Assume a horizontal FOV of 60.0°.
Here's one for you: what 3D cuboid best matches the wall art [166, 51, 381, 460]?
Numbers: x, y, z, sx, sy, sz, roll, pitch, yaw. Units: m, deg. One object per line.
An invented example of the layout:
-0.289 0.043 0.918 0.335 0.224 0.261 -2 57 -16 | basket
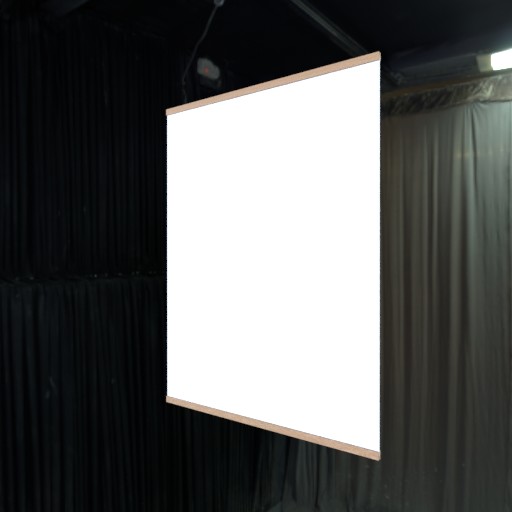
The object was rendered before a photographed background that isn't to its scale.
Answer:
0.000 0.000 1.327 0.758 1.016 0.013 0 0 36 | wall art
